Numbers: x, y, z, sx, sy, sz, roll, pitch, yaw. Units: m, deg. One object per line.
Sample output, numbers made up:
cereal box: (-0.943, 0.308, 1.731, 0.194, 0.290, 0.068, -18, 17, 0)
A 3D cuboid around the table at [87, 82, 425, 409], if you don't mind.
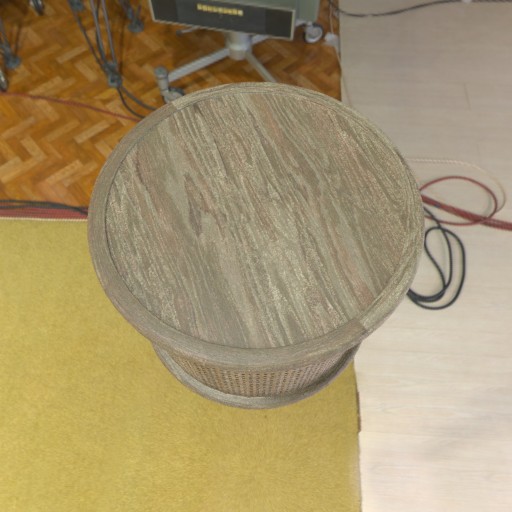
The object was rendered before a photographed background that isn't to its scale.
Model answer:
table: (0.000, 0.000, 1.000, 0.607, 0.450, 0.607, 0, 64, 0)
